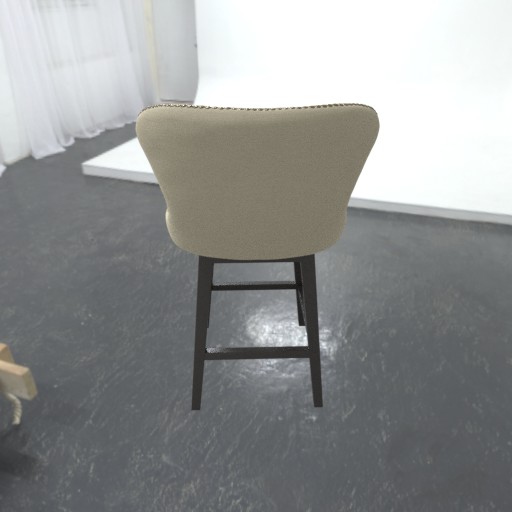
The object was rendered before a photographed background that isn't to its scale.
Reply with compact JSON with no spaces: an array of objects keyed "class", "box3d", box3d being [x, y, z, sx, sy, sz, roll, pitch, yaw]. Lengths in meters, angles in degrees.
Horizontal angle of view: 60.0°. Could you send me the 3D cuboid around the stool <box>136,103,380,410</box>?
[{"class":"stool","box3d":[0.000,0.000,1.324,0.528,0.971,0.593,-1,30,-2]}]
